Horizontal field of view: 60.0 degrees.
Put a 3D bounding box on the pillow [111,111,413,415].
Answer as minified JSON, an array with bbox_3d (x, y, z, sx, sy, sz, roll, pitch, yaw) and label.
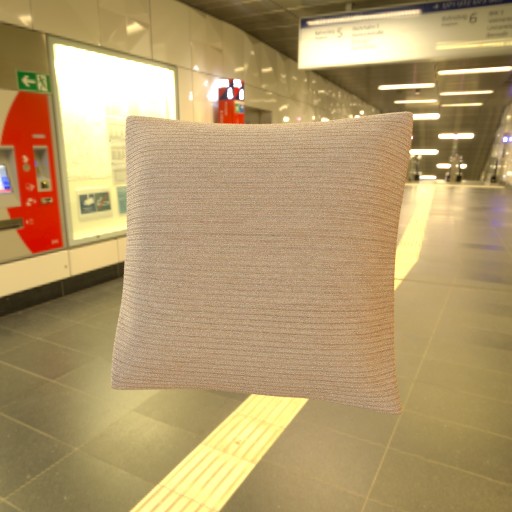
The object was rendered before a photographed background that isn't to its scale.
[{"bbox_3d":[0.000,0.000,0.641,0.424,0.401,0.177,2,14,9],"label":"pillow"}]
